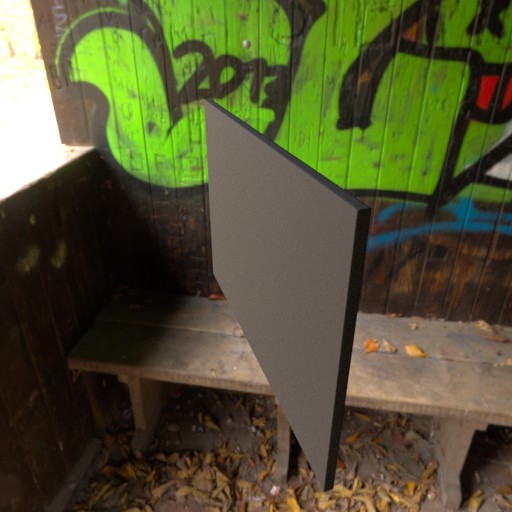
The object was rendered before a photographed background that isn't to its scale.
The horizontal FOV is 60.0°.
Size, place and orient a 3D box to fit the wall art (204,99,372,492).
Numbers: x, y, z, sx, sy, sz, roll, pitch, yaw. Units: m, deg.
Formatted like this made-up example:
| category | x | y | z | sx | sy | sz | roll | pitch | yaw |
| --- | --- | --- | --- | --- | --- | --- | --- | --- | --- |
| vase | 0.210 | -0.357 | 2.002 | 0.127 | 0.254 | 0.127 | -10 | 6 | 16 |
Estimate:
| category | x | y | z | sx | sy | sz | roll | pitch | yaw |
| --- | --- | --- | --- | --- | --- | --- | --- | --- | --- |
| wall art | 0.000 | 0.000 | 1.194 | 0.026 | 0.656 | 0.958 | -9 | 30 | -16 |
